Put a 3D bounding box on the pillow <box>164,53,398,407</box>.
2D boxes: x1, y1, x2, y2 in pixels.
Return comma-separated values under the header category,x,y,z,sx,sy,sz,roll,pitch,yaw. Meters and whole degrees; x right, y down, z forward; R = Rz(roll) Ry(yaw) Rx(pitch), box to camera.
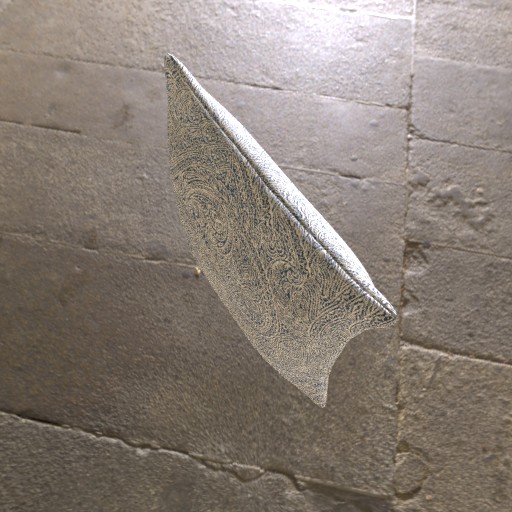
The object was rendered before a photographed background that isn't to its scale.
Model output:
category,x,y,z,sx,sy,sz,roll,pitch,yaw
pillow,0.000,0.000,0.794,0.166,0.510,0.523,-30,66,-15
